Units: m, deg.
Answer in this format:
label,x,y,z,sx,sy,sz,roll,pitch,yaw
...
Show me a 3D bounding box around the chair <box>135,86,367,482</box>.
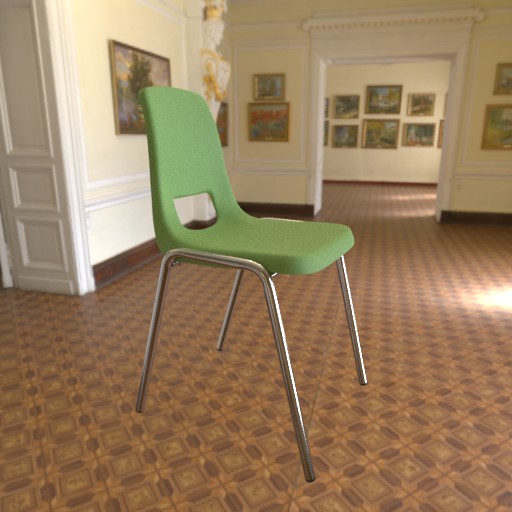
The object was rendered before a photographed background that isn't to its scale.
label,x,y,z,sx,sy,sz,roll,pitch,yaw
chair,0.000,0.000,0.959,0.436,0.704,0.381,8,17,27
